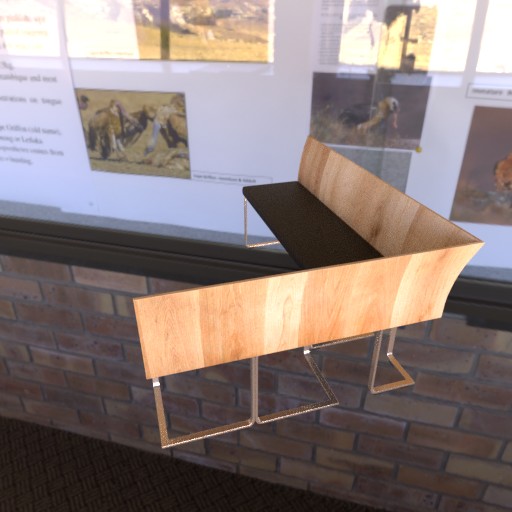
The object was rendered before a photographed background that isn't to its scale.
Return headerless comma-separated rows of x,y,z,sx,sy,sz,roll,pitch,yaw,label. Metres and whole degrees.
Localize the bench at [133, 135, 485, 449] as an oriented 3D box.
0.000,0.000,2.779,1.495,0.930,1.945,-9,30,-15,bench
